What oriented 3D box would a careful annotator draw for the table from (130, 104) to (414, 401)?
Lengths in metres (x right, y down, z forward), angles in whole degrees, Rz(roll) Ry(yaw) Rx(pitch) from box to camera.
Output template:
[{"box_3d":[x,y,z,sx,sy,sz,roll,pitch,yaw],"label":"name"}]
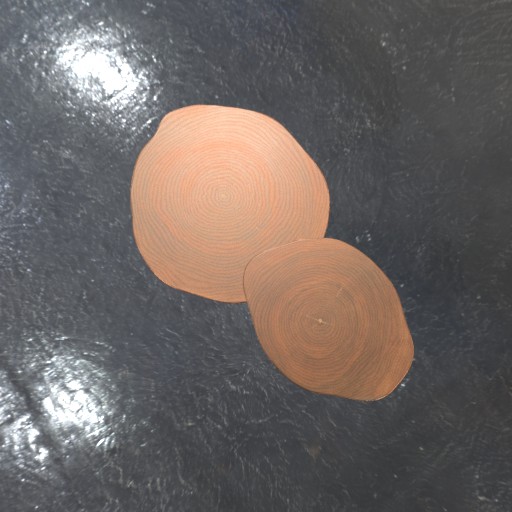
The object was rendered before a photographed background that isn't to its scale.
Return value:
[{"box_3d":[0.000,0.000,1.085,0.442,0.538,0.759,-34,79,-7],"label":"table"}]
